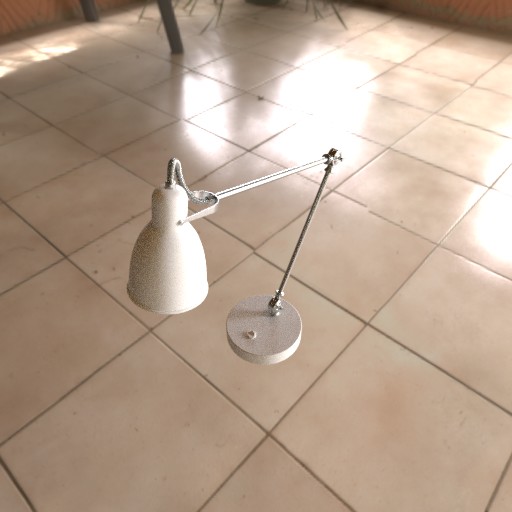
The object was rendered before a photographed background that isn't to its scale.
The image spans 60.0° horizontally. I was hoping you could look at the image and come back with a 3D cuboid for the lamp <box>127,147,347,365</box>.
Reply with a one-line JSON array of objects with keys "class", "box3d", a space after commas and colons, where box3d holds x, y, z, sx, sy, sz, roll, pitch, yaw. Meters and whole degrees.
[{"class": "lamp", "box3d": [0.000, 0.000, 0.900, 0.187, 0.587, 0.561, 31, 52, 28]}]
